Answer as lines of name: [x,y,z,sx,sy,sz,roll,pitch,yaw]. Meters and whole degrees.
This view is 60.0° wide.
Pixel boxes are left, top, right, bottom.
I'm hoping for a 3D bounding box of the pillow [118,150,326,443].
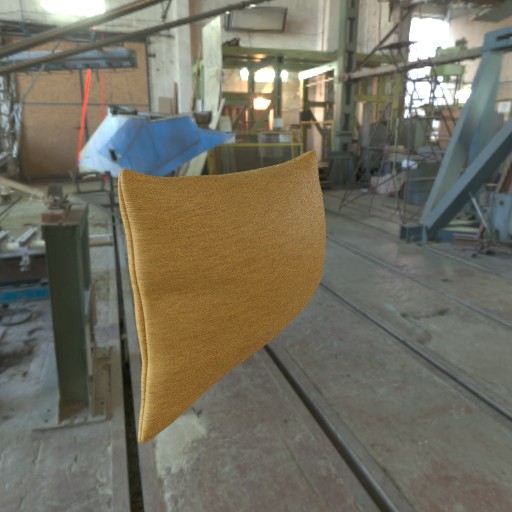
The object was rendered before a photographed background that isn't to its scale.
pillow: [0.000,0.000,0.796,0.210,0.354,0.634,8,18,25]
